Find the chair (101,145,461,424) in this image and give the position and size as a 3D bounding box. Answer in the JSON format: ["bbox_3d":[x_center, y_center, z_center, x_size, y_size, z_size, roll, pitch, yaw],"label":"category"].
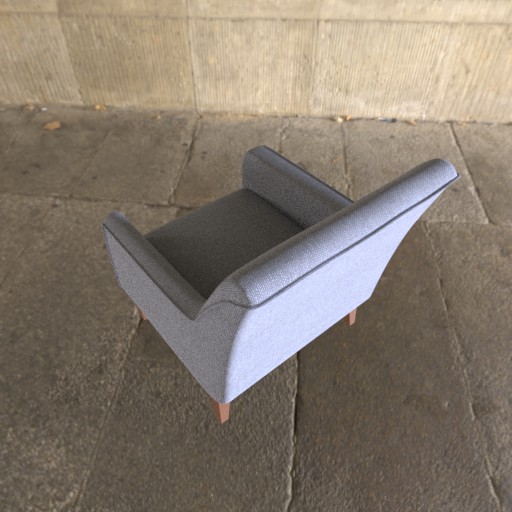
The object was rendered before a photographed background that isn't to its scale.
[{"bbox_3d":[0.000,0.000,1.616,0.780,0.919,0.899,-30,52,-27],"label":"chair"}]
